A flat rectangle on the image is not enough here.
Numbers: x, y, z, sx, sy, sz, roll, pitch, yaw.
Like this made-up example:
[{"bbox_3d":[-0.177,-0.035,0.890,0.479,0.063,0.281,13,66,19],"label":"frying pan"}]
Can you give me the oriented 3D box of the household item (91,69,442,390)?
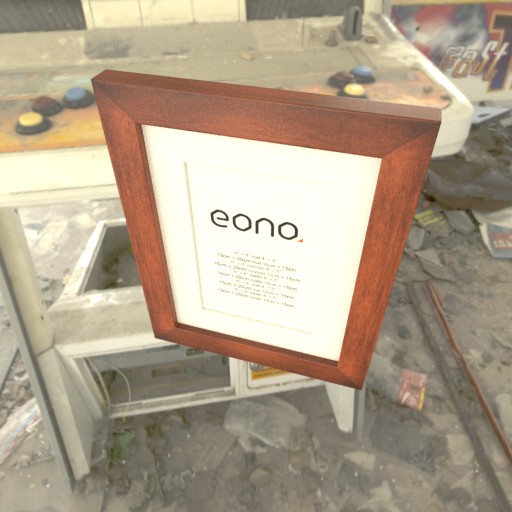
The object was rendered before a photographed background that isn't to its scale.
[{"bbox_3d":[0.000,0.000,0.334,0.200,0.250,0.020,11,43,12],"label":"household item"}]
